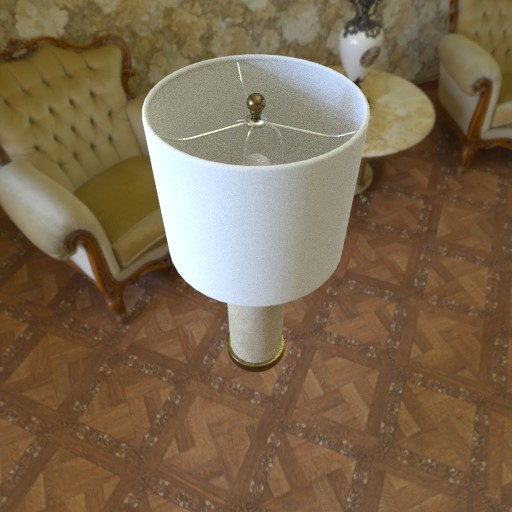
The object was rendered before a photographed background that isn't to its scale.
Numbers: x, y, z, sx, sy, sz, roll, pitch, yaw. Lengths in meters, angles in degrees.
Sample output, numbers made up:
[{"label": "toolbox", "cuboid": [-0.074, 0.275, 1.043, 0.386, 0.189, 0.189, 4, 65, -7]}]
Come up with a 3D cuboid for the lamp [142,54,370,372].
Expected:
[{"label": "lamp", "cuboid": [0.000, 0.000, 0.824, 0.305, 0.634, 0.305, 16, 49, 14]}]
